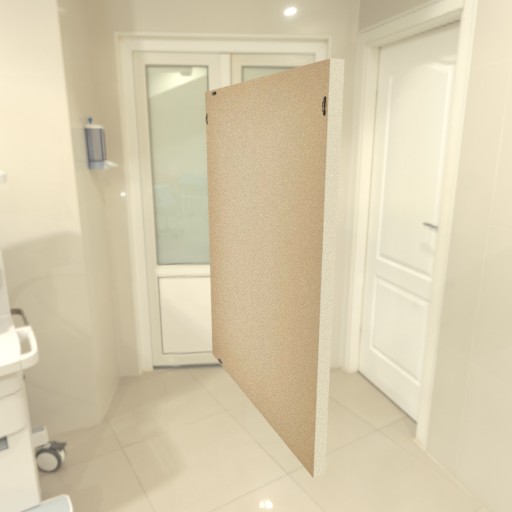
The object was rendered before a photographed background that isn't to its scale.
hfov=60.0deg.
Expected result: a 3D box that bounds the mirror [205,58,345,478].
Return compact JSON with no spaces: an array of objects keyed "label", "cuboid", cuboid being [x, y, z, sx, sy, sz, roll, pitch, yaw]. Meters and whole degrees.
[{"label":"mirror","cuboid":[0.000,0.000,1.367,0.041,1.016,0.762,-7,16,-25]}]
